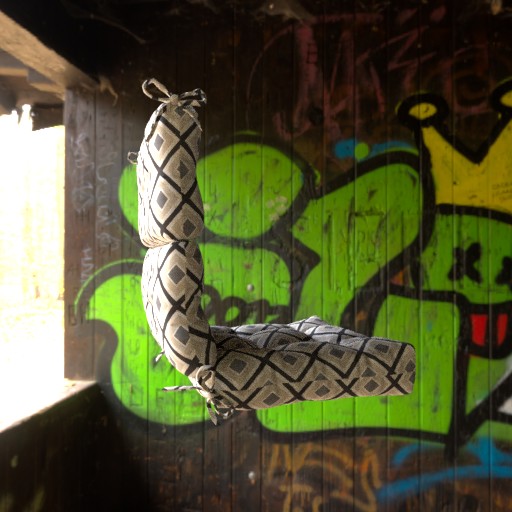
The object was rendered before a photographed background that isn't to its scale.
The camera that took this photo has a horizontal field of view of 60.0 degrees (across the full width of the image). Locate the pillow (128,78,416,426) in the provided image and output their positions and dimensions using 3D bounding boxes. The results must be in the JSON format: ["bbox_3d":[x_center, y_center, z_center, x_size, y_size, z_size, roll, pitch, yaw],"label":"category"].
[{"bbox_3d":[0.000,0.000,1.056,0.571,0.605,0.519,0,-1,-18],"label":"pillow"}]
